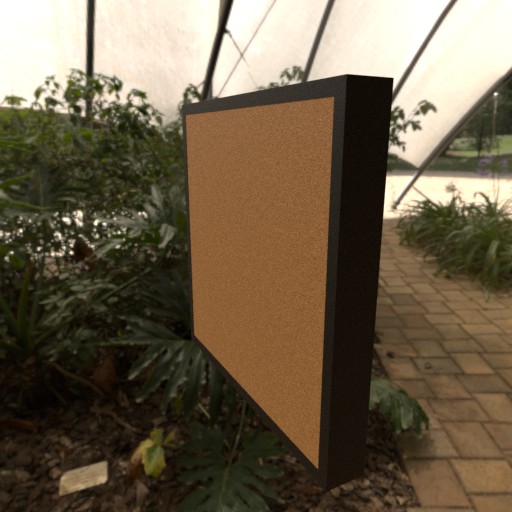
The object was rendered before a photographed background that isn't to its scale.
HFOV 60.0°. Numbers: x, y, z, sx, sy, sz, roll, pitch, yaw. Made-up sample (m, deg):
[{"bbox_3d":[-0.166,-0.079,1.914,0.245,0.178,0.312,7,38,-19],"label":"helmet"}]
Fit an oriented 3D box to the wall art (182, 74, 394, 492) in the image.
[{"bbox_3d":[0.000,0.000,0.444,0.038,0.304,0.305,-8,17,-27],"label":"wall art"}]
